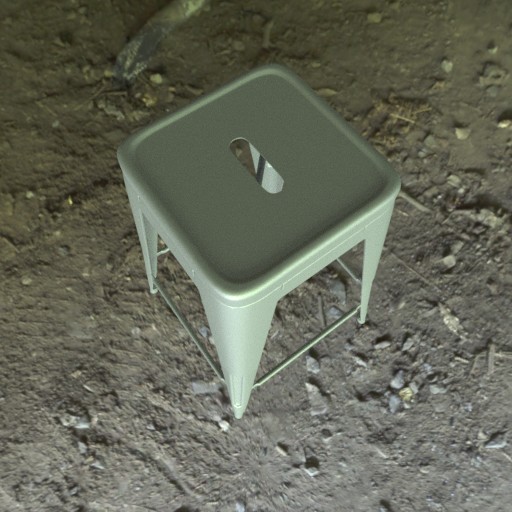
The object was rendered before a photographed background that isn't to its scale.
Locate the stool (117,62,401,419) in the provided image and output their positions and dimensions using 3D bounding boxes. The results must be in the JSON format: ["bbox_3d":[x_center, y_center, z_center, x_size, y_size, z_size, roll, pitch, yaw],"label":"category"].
[{"bbox_3d":[0.000,0.000,0.888,0.410,0.608,0.410,-34,69,-15],"label":"stool"}]
